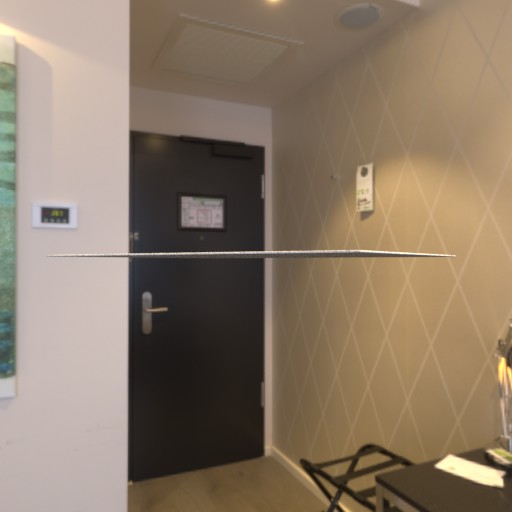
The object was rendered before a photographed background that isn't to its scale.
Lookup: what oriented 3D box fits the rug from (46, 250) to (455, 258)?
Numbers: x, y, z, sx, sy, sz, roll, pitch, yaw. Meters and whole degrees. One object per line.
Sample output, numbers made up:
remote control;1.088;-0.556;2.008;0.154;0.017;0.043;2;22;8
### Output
rug;0.000;0.000;4.208;3.061;0.014;2.447;-1;-1;35
